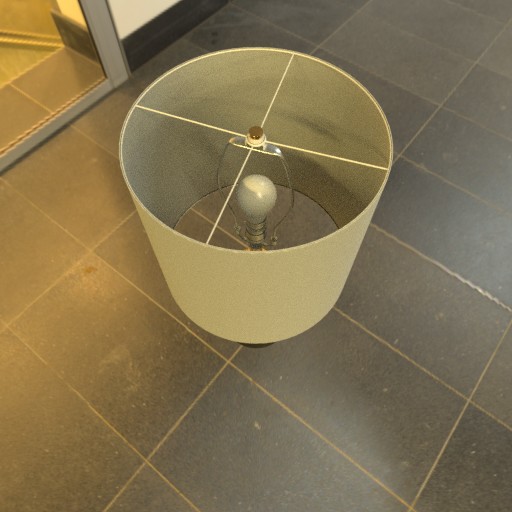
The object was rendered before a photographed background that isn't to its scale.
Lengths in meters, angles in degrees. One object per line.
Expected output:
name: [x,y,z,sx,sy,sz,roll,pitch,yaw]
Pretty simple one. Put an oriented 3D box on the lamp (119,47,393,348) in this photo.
lamp: [0.000,0.000,0.752,0.308,0.580,0.308,17,62,9]
